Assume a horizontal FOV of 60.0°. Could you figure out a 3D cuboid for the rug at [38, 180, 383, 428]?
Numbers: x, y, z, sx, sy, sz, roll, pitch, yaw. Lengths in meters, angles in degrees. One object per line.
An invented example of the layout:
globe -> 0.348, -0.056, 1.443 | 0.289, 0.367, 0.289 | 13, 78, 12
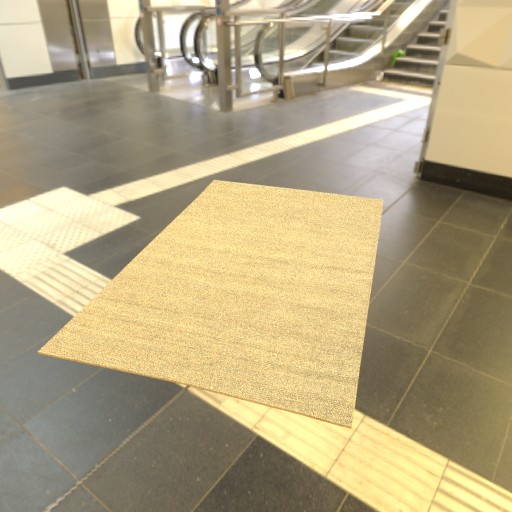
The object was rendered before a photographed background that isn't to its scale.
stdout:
rug -> 0.000, 0.000, 2.272 | 1.179, 0.022, 1.820 | 9, 33, 14
